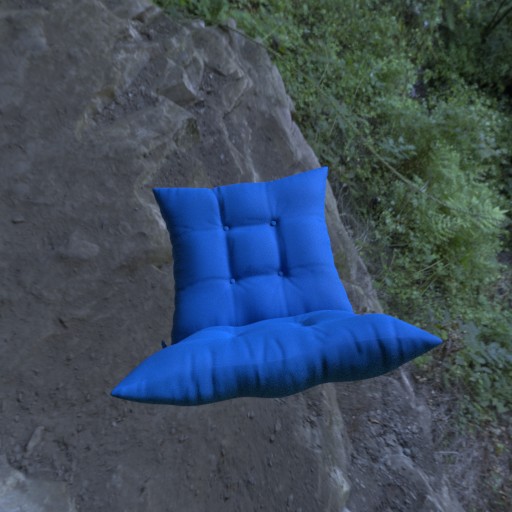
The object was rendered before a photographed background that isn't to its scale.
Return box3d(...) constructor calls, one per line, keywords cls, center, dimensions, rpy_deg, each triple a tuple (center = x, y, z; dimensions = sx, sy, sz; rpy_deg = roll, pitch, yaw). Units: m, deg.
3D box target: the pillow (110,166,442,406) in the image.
box3d(cls="pillow", center=(0.000, 0.000, 0.976), dimensions=(0.541, 0.536, 0.585), rpy_deg=(-8, 75, -2))
